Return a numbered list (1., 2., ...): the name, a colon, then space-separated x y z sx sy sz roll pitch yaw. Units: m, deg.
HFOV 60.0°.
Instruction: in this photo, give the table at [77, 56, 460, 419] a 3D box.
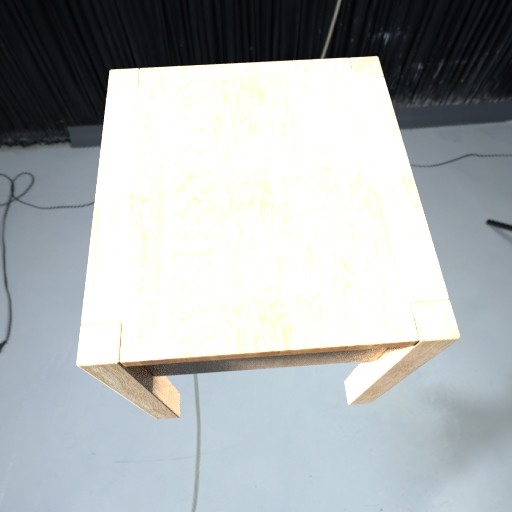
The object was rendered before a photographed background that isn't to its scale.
1. table: 0.000 0.000 0.813 0.440 0.450 0.480 -4 63 -2
